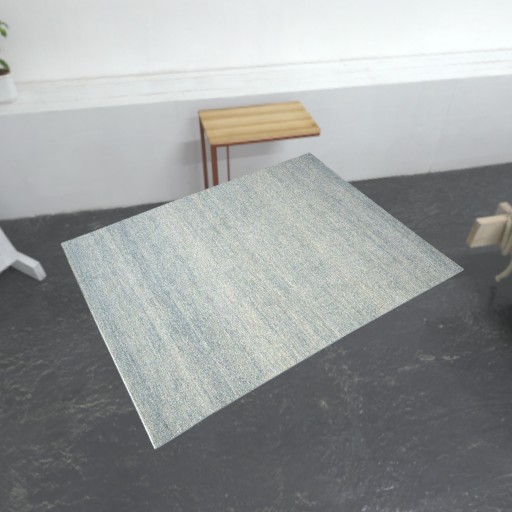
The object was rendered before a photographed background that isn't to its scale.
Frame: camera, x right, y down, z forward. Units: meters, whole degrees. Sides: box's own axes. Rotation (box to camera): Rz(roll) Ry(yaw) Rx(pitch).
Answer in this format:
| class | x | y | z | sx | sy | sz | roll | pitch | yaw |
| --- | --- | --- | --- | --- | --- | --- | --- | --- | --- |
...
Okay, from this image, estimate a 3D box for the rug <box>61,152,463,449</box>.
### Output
| class | x | y | z | sx | sy | sz | roll | pitch | yaw |
| --- | --- | --- | --- | --- | --- | --- | --- | --- | --- |
| rug | 0.000 | 0.000 | 4.436 | 3.237 | 0.046 | 2.461 | -24 | 50 | -22 |
